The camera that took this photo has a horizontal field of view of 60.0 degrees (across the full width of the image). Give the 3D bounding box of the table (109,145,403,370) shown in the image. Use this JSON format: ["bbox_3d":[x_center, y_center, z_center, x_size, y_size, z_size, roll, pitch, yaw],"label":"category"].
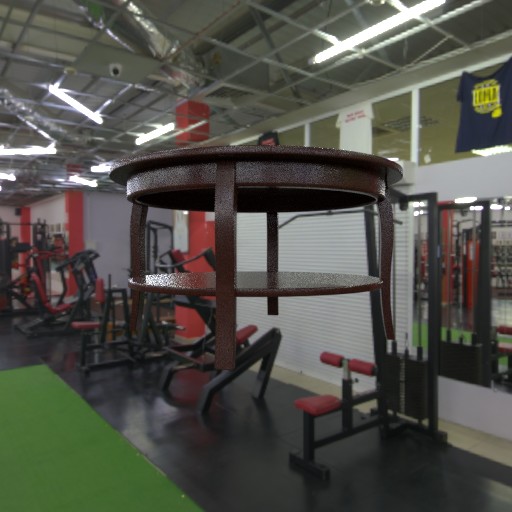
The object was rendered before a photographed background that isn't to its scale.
[{"bbox_3d":[0.000,0.000,1.448,0.911,0.512,0.911,0,1,0],"label":"table"}]
